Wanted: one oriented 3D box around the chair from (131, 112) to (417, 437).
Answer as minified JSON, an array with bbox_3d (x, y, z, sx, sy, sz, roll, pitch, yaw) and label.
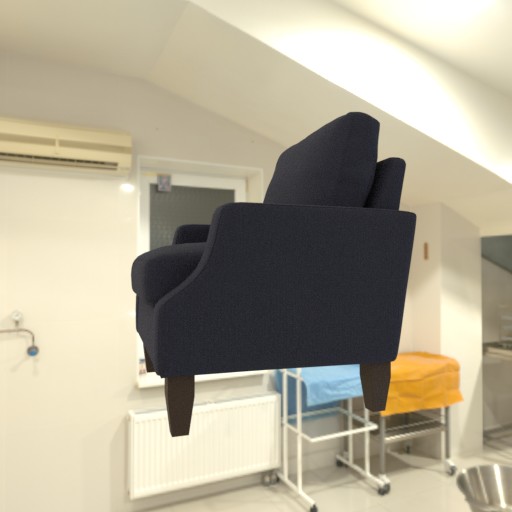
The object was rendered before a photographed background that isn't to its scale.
[{"bbox_3d":[0.000,0.000,1.691,0.897,0.991,0.855,0,-1,-19],"label":"chair"}]
